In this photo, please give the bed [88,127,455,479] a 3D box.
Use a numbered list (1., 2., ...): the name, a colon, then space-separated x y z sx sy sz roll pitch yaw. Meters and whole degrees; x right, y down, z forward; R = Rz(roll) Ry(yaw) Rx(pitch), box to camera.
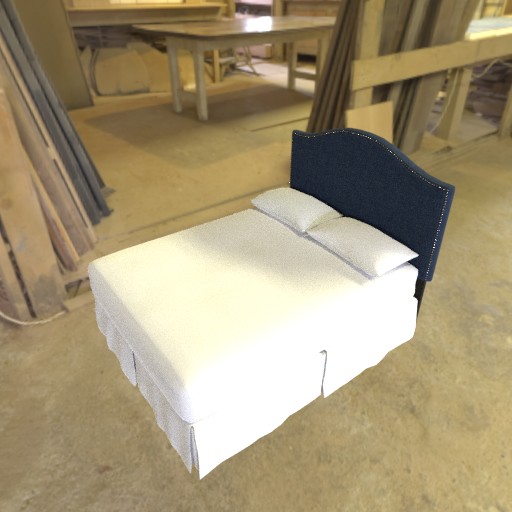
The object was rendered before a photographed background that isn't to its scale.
1. bed: 0.000 0.000 3.304 2.153 1.518 1.713 -21 38 -30
